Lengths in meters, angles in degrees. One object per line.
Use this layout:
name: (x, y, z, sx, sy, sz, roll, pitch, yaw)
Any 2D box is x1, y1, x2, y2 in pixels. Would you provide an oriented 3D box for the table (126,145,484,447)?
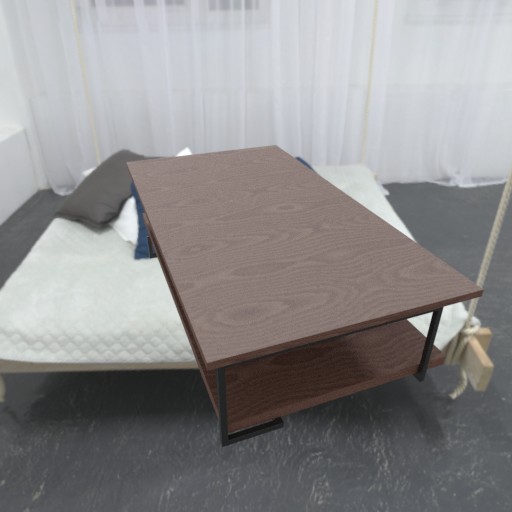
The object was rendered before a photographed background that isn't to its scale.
table: (0.000, 0.000, 1.475, 0.651, 0.347, 1.197, -11, 32, -18)
